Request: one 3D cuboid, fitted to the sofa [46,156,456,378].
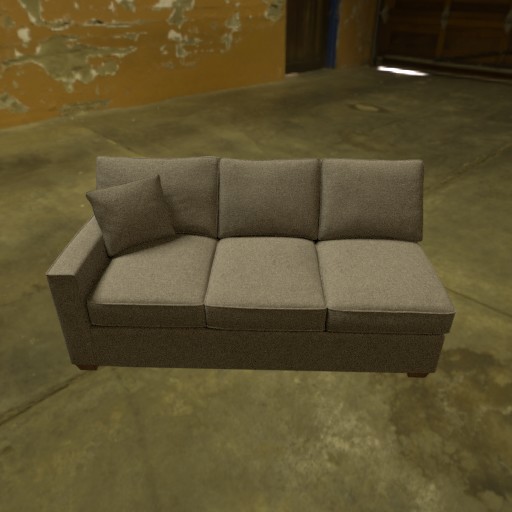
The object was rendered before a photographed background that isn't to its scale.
[{"bbox_3d":[0.000,0.000,2.549,1.963,0.946,1.034,1,30,1],"label":"sofa"}]
